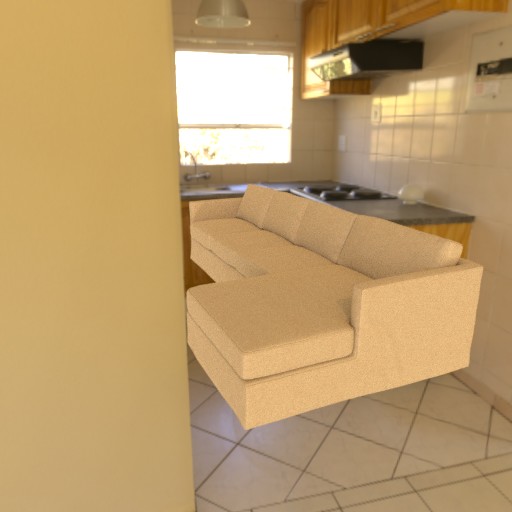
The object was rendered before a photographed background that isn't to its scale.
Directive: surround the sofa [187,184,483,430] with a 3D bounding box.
[{"bbox_3d":[0.000,0.000,3.819,1.622,0.867,3.177,-7,18,-24],"label":"sofa"}]
